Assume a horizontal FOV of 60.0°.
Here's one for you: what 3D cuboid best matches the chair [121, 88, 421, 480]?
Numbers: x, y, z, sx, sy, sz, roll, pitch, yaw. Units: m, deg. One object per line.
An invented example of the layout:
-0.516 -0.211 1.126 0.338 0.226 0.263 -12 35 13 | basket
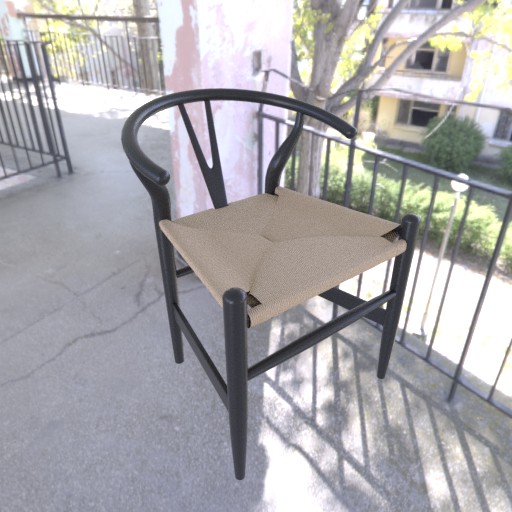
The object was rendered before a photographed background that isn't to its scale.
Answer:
0.000 0.000 1.140 0.570 0.739 0.570 -21 36 -32 | chair
